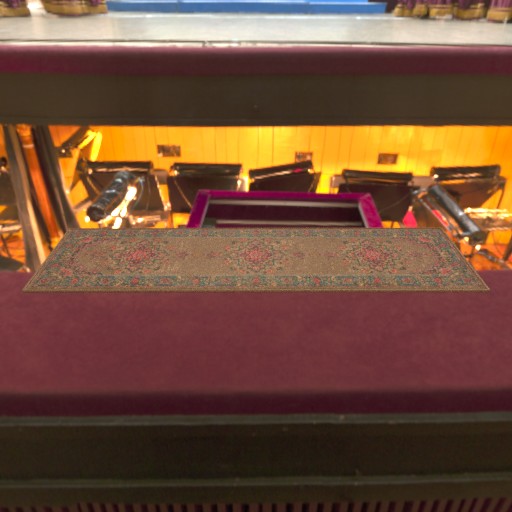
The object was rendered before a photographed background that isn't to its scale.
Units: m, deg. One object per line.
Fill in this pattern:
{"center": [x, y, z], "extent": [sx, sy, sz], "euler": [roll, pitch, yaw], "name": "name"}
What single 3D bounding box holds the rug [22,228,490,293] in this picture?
{"center": [0.000, 0.000, 2.446], "extent": [2.297, 0.019, 0.659], "euler": [0, 31, 0], "name": "rug"}
